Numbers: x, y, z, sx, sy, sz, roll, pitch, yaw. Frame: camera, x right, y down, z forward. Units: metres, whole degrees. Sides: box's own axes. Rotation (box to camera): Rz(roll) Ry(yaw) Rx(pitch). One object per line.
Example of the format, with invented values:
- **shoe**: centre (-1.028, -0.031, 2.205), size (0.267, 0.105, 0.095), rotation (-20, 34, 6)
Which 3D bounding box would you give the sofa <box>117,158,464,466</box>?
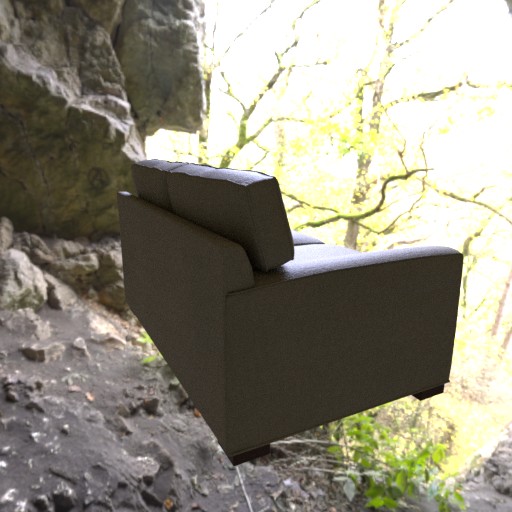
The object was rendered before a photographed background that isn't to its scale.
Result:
- **sofa**: centre (0.000, 0.000, 2.032), size (0.940, 0.853, 1.484), rotation (-7, 16, -26)
